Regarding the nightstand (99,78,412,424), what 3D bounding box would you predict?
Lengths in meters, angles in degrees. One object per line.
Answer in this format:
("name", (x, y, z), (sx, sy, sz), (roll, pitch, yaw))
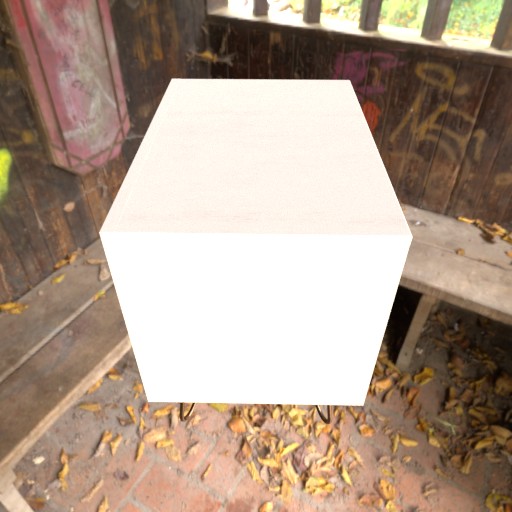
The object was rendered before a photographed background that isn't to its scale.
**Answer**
("nightstand", (0.000, 0.000, 1.039), (0.447, 0.604, 0.614), (1, 41, 1))
